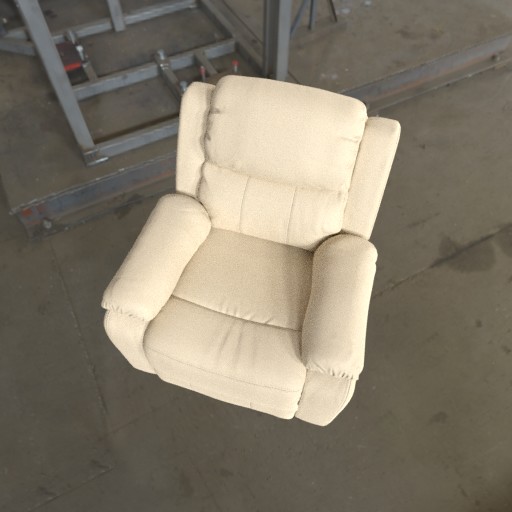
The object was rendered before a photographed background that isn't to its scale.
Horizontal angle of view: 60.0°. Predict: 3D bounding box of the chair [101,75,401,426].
[{"bbox_3d":[0.000,0.000,1.255,0.680,0.702,0.709,14,58,9],"label":"chair"}]
